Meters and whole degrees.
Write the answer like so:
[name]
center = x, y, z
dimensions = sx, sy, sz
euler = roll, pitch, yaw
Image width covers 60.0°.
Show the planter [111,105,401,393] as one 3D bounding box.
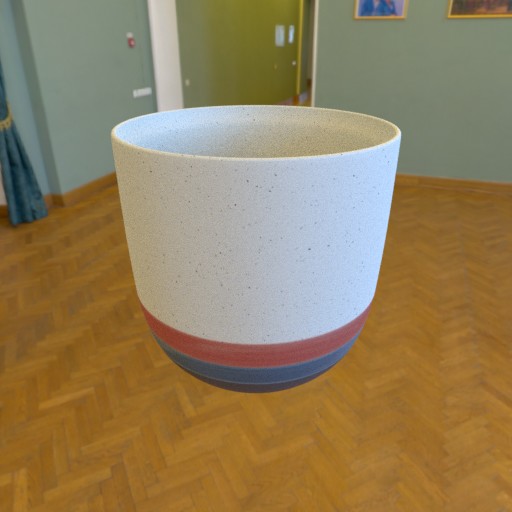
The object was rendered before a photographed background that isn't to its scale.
[planter]
center = 0.000, 0.000, 0.371
dimensions = 0.204, 0.214, 0.204
euler = 0, 26, 0
